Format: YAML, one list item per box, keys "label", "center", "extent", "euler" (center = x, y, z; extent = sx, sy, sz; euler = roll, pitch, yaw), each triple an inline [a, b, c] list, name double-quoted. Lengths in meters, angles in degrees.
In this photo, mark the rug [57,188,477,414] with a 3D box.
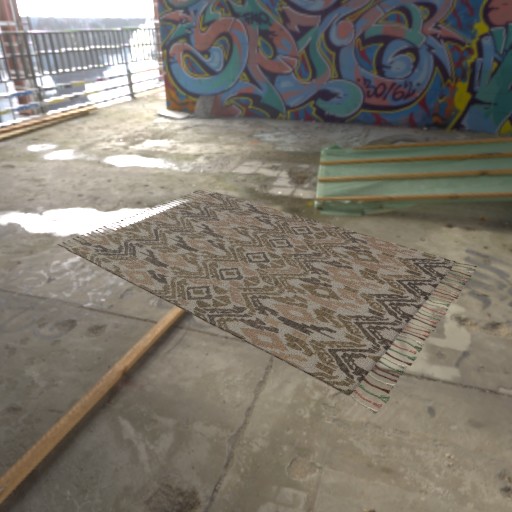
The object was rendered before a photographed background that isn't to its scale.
- label: "rug"
  center: [0.000, 0.000, 2.968]
  extent: [2.438, 0.008, 1.524]
  euler: [20, 34, 33]
